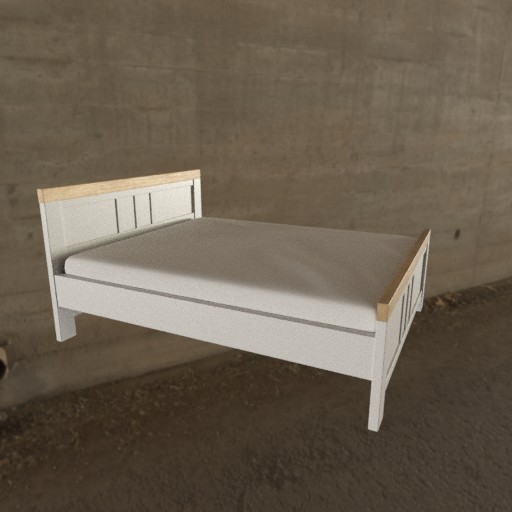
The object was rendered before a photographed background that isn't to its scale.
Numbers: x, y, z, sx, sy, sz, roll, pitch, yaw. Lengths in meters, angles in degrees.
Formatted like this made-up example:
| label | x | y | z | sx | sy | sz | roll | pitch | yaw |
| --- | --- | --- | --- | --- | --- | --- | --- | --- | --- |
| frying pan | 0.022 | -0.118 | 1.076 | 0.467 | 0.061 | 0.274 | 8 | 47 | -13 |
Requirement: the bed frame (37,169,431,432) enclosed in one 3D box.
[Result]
| label | x | y | z | sx | sy | sz | roll | pitch | yaw |
| --- | --- | --- | --- | --- | --- | --- | --- | --- | --- |
| bed frame | 0.000 | 0.000 | 3.019 | 2.050 | 0.980 | 1.670 | 8 | 17 | 25 |
